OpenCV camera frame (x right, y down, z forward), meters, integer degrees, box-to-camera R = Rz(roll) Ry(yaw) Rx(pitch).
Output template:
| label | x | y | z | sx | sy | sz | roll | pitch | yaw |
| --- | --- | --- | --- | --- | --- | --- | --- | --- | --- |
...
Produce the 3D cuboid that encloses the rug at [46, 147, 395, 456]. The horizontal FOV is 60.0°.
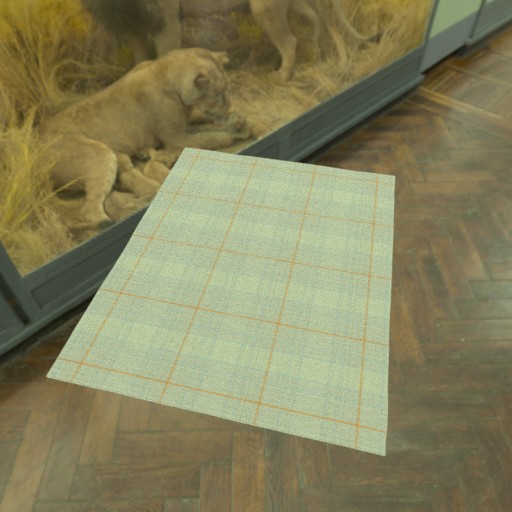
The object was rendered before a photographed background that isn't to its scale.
| label | x | y | z | sx | sy | sz | roll | pitch | yaw |
| --- | --- | --- | --- | --- | --- | --- | --- | --- | --- |
| rug | 0.000 | 0.000 | 4.059 | 2.448 | 0.021 | 3.051 | 10 | 48 | 9 |
